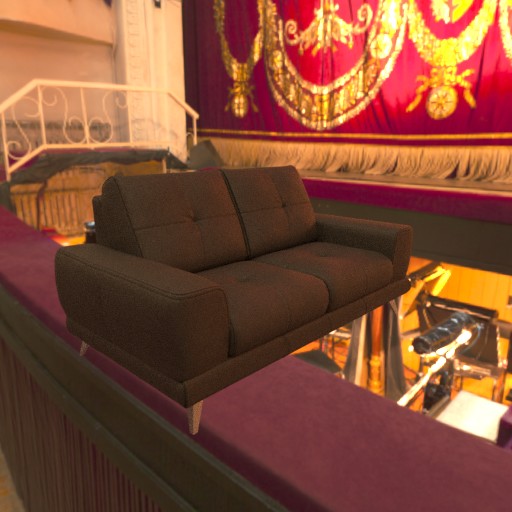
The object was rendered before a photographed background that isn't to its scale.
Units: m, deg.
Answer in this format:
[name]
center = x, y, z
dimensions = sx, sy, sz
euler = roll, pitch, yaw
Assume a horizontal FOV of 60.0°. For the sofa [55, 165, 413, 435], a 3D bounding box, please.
[sofa]
center = 0.000, 0.000, 2.412
dimensions = 1.018, 0.907, 1.806
euler = 13, 20, 42
